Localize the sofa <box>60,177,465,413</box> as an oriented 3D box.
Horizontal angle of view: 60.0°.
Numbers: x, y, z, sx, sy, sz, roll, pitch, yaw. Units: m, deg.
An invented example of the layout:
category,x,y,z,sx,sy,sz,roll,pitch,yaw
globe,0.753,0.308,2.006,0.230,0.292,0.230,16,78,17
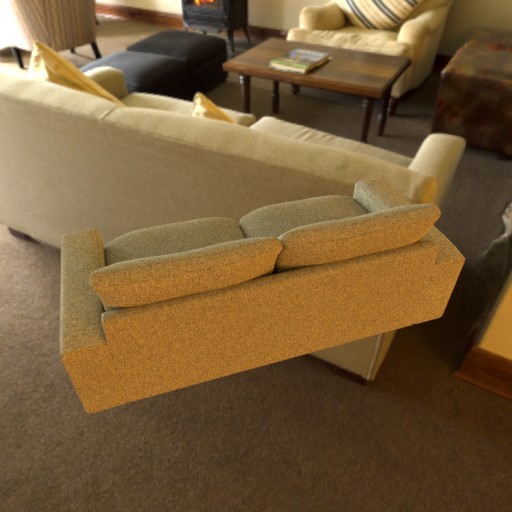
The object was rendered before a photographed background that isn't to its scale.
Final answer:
category,x,y,z,sx,sy,sz,roll,pitch,yaw
sofa,0.000,0.000,2.807,2.299,0.922,1.040,-12,42,-14
